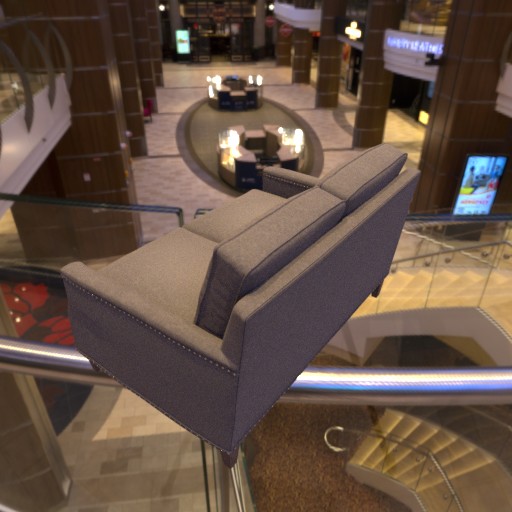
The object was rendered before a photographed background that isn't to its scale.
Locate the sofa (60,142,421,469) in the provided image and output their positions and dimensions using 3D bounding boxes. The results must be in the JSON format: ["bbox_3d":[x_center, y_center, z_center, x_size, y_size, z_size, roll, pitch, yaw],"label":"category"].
[{"bbox_3d":[0.000,0.000,2.274,1.084,1.003,1.597,22,38,31],"label":"sofa"}]
